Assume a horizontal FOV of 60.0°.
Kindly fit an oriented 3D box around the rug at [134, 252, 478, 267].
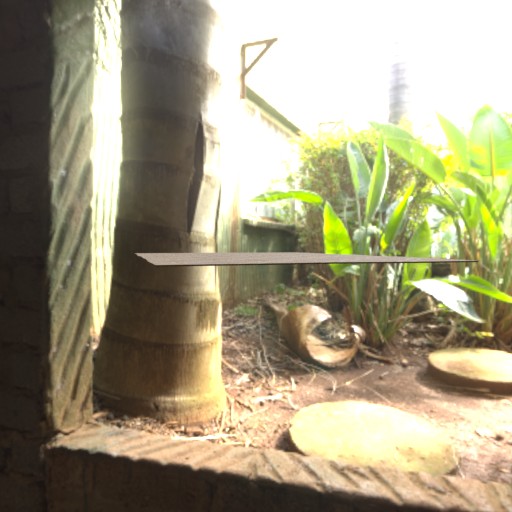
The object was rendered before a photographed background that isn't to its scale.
[{"bbox_3d":[0.000,0.000,2.244,1.146,0.010,1.745,0,2,-17],"label":"rug"}]
